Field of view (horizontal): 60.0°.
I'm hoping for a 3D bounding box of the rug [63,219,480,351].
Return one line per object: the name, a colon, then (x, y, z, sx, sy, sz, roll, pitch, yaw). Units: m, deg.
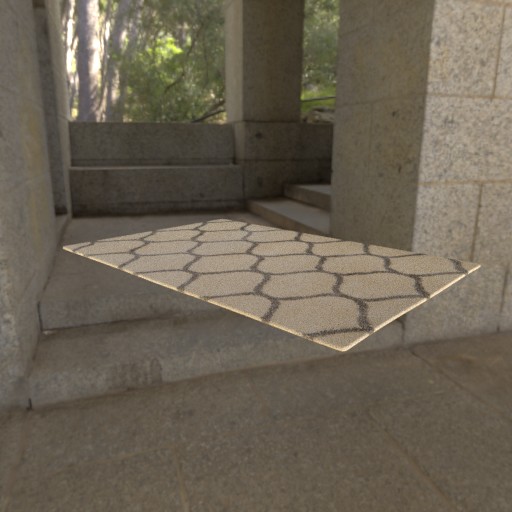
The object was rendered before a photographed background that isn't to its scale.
rug: (0.000, 0.000, 3.399, 2.701, 0.026, 1.801, 13, 20, 41)
